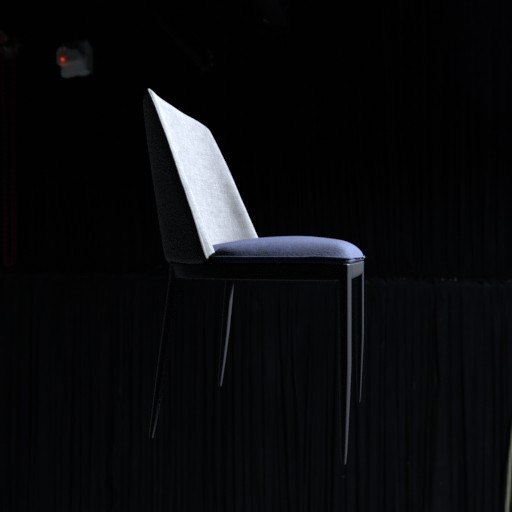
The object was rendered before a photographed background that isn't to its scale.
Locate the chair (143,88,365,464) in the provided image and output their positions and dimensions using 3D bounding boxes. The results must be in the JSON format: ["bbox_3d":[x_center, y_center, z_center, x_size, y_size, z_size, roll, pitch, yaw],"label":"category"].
[{"bbox_3d":[0.000,0.000,1.182,0.550,0.855,0.488,0,0,17],"label":"chair"}]
